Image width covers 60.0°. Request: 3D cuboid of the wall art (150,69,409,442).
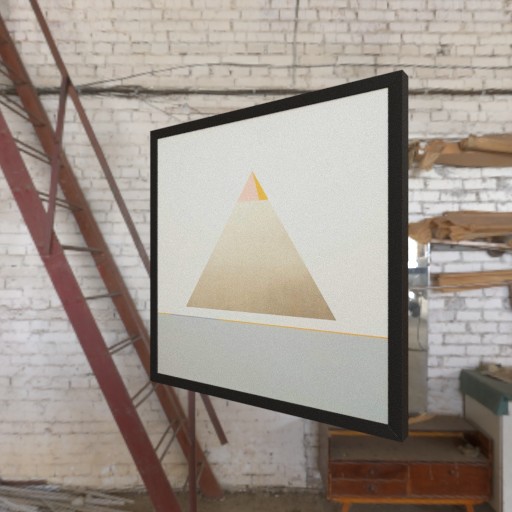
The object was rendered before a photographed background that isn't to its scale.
[{"bbox_3d":[0.000,0.000,0.767,0.513,0.511,0.028,0,0,36],"label":"wall art"}]
